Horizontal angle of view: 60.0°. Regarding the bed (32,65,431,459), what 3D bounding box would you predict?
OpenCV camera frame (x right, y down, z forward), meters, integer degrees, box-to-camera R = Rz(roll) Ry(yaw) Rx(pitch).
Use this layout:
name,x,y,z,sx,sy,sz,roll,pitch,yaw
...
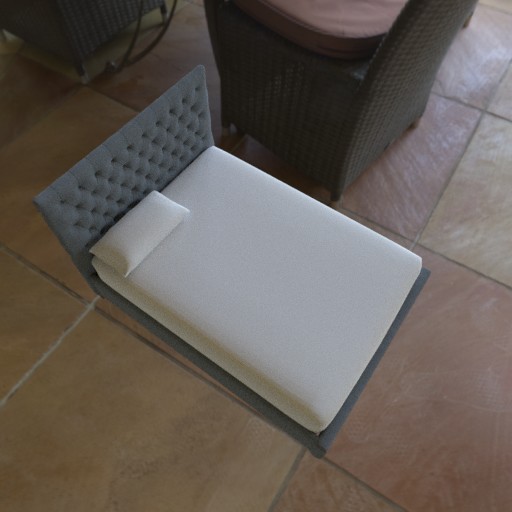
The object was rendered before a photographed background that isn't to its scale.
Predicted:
name,x,y,z,sx,sy,sz,roll,pitch,yaw
bed,0.000,0.000,3.389,2.335,1.411,1.698,31,64,18
